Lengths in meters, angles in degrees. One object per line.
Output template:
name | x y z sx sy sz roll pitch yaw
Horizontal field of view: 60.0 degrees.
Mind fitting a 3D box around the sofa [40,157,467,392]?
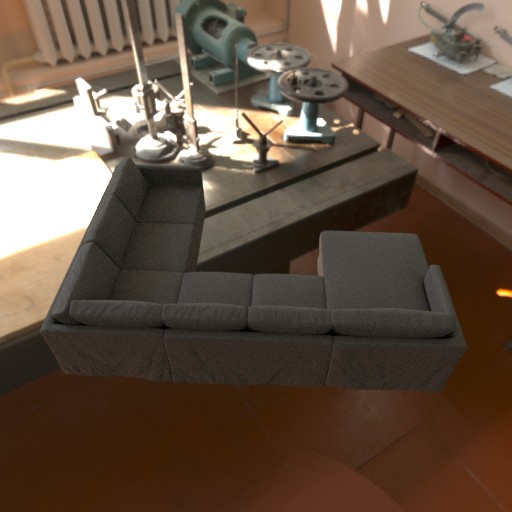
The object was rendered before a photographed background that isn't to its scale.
sofa | 0.000 0.000 4.587 3.528 0.878 2.476 2 46 2
